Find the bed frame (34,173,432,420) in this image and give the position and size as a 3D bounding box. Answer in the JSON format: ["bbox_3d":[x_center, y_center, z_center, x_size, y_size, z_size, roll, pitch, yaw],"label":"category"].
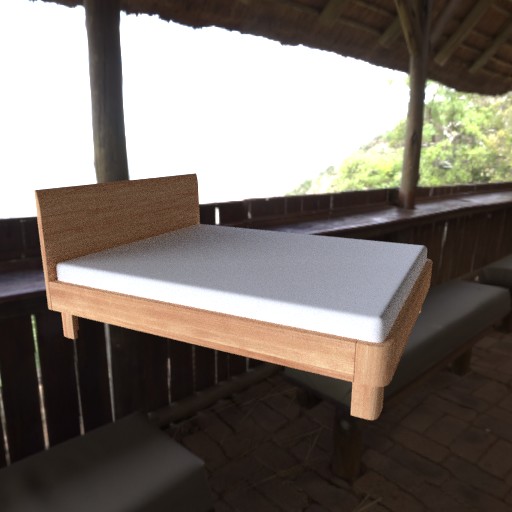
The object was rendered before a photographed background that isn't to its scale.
[{"bbox_3d":[0.000,0.000,2.983,2.092,0.940,1.660,7,16,26],"label":"bed frame"}]
